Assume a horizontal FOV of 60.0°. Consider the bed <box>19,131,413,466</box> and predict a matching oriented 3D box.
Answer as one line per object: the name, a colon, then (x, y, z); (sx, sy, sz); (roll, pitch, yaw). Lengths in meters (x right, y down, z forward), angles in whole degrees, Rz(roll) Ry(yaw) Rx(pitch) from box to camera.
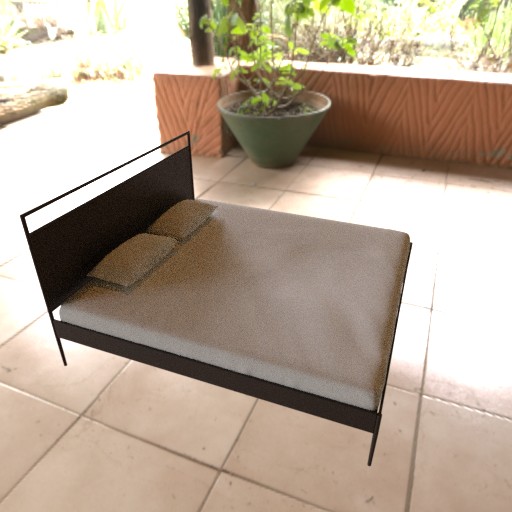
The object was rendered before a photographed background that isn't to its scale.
bed: (0.000, 0.000, 3.300); (2.151, 1.173, 1.993); (11, 32, 18)
